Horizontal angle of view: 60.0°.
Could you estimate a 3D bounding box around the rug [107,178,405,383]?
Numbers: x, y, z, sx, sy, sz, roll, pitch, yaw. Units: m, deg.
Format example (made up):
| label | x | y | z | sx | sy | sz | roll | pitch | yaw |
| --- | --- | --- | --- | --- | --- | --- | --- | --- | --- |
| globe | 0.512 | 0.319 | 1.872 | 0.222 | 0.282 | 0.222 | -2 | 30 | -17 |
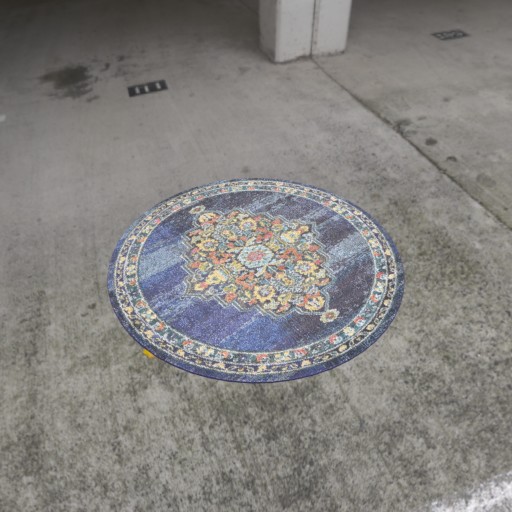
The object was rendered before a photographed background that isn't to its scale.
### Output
| label | x | y | z | sx | sy | sz | roll | pitch | yaw |
| --- | --- | --- | --- | --- | --- | --- | --- | --- | --- |
| rug | 0.000 | 0.000 | 2.444 | 1.591 | 0.010 | 1.591 | 0 | 42 | 0 |
